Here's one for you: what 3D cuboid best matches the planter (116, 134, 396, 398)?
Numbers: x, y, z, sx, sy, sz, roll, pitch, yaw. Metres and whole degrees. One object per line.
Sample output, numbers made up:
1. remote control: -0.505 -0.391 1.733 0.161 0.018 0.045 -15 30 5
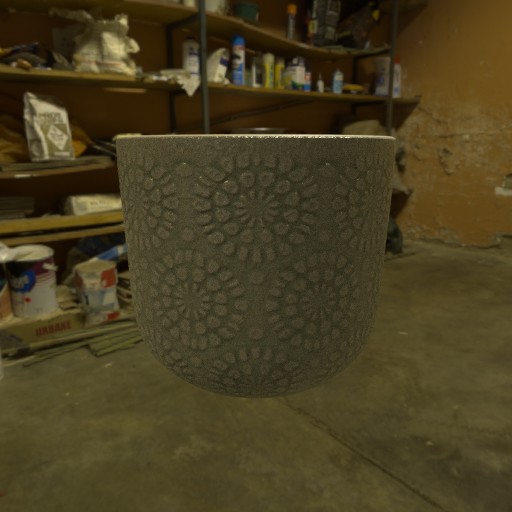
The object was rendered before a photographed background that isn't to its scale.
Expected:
1. planter: 0.000 0.000 0.298 0.169 0.153 0.169 0 14 0
